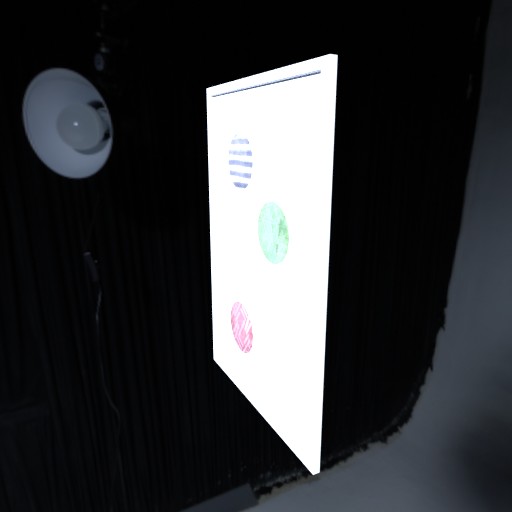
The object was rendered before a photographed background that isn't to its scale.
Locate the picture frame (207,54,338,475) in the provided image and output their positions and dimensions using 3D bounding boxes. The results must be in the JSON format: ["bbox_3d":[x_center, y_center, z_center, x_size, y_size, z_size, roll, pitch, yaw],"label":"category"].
[{"bbox_3d":[0.000,0.000,0.867,0.013,0.657,0.457,-7,16,-26],"label":"picture frame"}]
